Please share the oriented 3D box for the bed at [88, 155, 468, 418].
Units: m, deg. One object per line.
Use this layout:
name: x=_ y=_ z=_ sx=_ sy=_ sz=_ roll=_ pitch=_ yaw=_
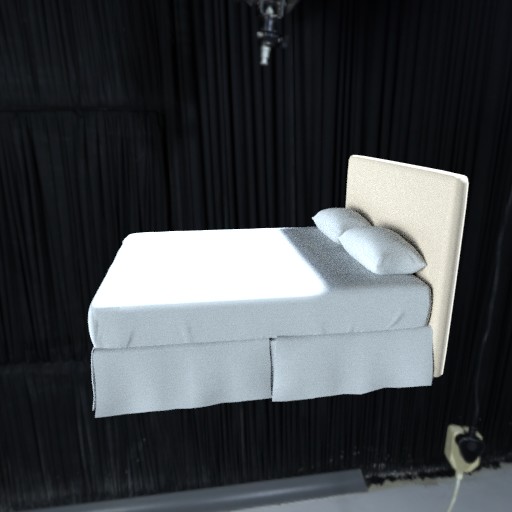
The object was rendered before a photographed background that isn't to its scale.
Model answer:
bed: x=0.000 y=0.000 z=3.240 sx=2.142 sy=1.330 sz=1.748 roll=-2 pitch=17 yaw=-8
